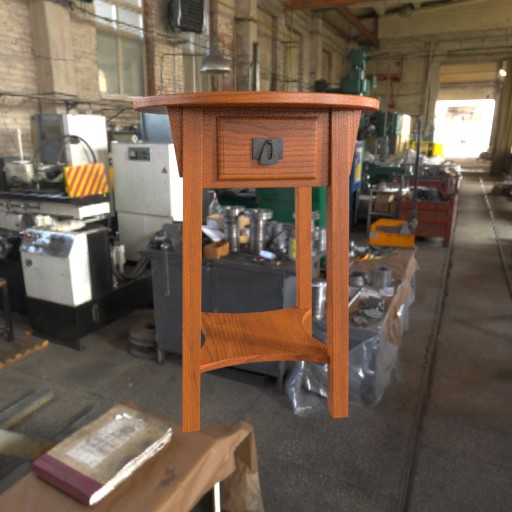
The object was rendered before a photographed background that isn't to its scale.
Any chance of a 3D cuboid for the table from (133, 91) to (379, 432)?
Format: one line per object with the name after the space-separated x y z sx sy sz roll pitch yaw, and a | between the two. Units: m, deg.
0.000 0.000 0.932 0.457 0.610 0.457 0 15 0 | table
